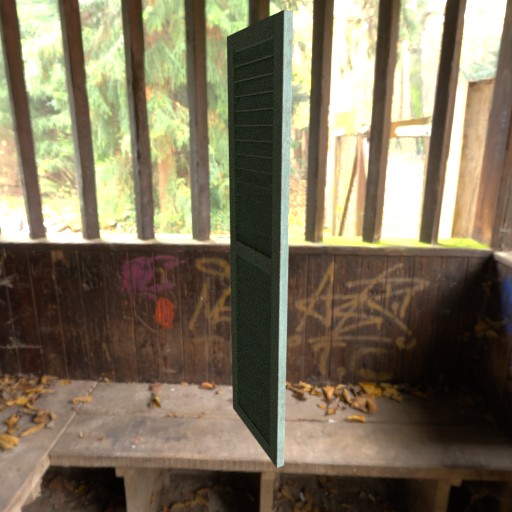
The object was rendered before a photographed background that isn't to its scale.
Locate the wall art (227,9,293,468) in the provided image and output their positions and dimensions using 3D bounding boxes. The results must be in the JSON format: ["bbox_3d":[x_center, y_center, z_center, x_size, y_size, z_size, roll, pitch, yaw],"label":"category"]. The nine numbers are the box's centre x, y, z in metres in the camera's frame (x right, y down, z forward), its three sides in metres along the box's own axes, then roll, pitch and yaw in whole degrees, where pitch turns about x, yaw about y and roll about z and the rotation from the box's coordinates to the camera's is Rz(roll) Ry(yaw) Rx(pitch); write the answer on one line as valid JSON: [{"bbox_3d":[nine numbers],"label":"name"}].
[{"bbox_3d":[0.000,0.000,1.292,0.025,1.219,0.329,-8,18,-25],"label":"wall art"}]
